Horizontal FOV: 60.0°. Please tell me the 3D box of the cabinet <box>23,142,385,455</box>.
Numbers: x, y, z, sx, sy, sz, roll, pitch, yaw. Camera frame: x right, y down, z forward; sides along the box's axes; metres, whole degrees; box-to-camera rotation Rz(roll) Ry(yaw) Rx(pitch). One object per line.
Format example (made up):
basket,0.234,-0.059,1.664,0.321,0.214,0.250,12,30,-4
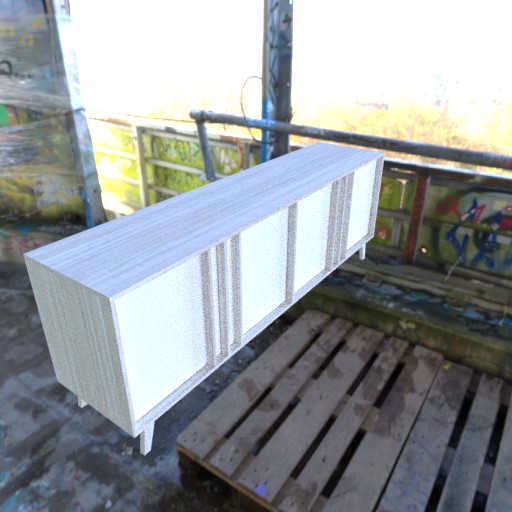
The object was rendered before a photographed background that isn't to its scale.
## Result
cabinet,0.000,0.000,2.458,0.500,0.780,2.200,19,33,32
